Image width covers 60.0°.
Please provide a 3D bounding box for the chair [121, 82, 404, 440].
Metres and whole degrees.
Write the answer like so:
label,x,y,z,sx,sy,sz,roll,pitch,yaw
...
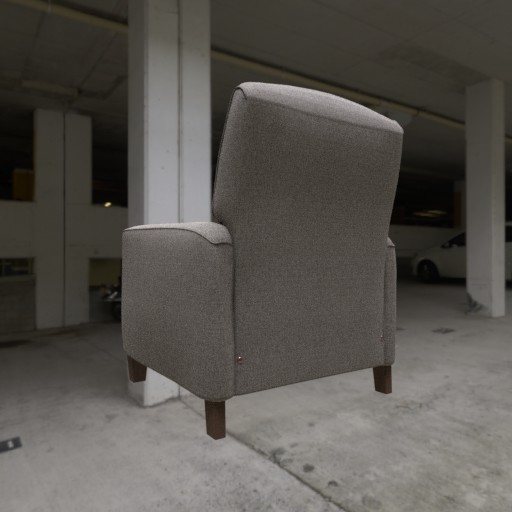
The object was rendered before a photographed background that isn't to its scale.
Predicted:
label,x,y,z,sx,sy,sz,roll,pitch,yaw
chair,0.000,0.000,1.712,0.848,1.014,0.864,0,0,-34
